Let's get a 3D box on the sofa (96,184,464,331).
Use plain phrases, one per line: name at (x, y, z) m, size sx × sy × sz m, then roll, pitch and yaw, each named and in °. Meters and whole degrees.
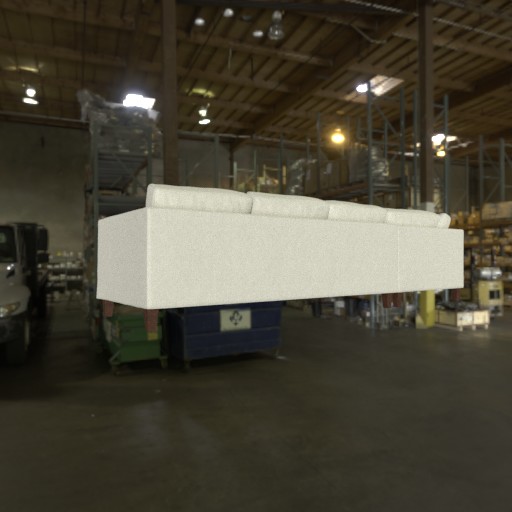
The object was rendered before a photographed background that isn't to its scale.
sofa at (0.000, 0.000, 4.287) m, size 3.182 × 0.863 × 2.432 m, roll 0°, pitch -1°, yaw -35°
